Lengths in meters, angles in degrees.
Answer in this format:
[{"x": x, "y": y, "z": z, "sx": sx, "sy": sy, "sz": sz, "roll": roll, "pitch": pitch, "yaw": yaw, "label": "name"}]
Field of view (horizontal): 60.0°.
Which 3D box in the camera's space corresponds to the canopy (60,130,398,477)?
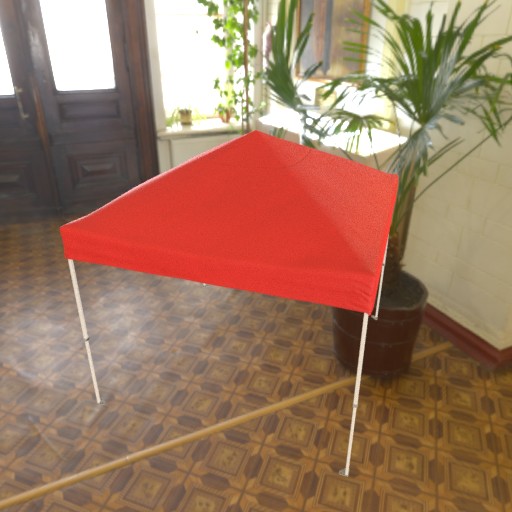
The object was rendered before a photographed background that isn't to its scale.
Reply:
[{"x": 0.000, "y": 0.000, "z": 5.401, "sx": 2.996, "sy": 2.997, "sz": 2.998, "roll": 9, "pitch": 28, "yaw": 17, "label": "canopy"}]
